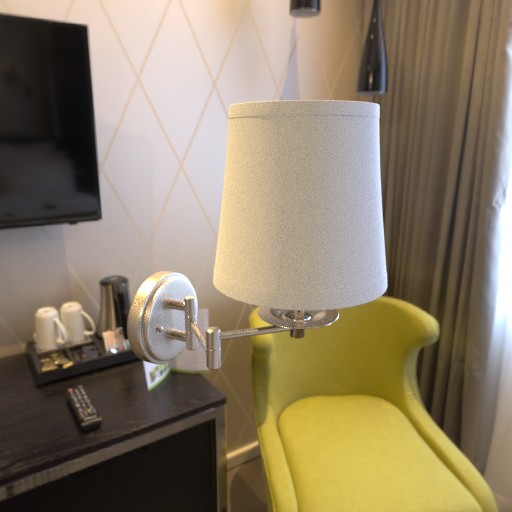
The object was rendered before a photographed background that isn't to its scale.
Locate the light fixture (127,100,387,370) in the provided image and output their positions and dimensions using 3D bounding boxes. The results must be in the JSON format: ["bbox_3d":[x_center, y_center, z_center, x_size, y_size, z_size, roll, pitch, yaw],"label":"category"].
[{"bbox_3d":[0.000,0.000,0.601,0.348,0.381,0.223,7,16,25],"label":"light fixture"}]
